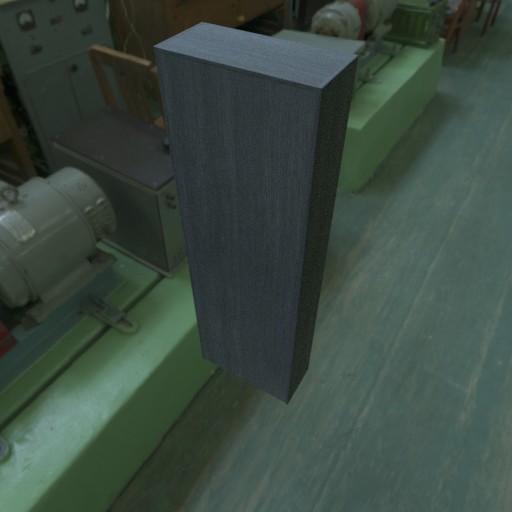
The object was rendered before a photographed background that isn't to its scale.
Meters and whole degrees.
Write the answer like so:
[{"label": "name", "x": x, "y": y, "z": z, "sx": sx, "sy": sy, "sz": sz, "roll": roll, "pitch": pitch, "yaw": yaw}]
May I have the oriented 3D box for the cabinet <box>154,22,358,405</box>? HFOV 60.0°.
[{"label": "cabinet", "x": 0.000, "y": 0.000, "z": 1.809, "sx": 0.520, "sy": 1.630, "sz": 0.255, "roll": 23, "pitch": 50, "yaw": 21}]
